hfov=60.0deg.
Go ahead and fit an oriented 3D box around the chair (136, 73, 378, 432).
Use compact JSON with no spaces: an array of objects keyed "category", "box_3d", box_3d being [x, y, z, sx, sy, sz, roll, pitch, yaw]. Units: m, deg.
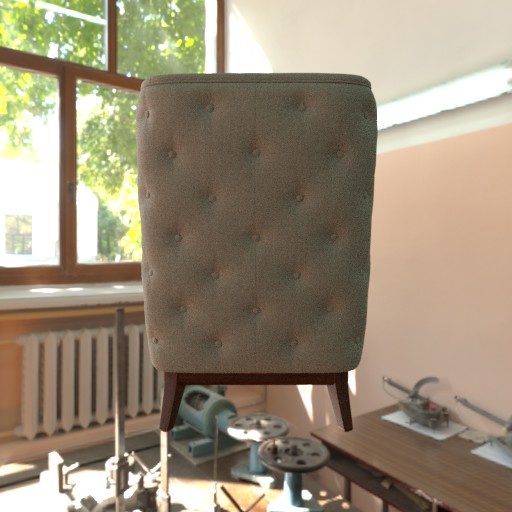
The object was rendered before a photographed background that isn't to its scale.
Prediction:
[{"category":"chair","box_3d":[0.000,0.000,1.643,0.778,1.079,0.899,0,0,0]}]
